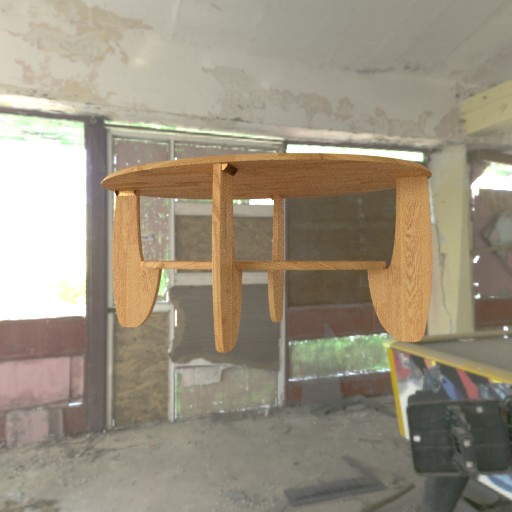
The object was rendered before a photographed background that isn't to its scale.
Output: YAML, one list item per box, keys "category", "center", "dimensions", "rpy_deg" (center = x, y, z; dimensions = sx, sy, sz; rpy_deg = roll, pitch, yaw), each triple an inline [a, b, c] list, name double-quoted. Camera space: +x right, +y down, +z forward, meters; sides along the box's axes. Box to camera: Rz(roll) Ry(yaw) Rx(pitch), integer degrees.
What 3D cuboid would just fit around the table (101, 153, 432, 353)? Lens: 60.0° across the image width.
- category: "table"
  center: [0.000, 0.000, 1.405]
  dimensions: [1.040, 0.490, 0.690]
  rpy_deg: [0, 0, 17]
